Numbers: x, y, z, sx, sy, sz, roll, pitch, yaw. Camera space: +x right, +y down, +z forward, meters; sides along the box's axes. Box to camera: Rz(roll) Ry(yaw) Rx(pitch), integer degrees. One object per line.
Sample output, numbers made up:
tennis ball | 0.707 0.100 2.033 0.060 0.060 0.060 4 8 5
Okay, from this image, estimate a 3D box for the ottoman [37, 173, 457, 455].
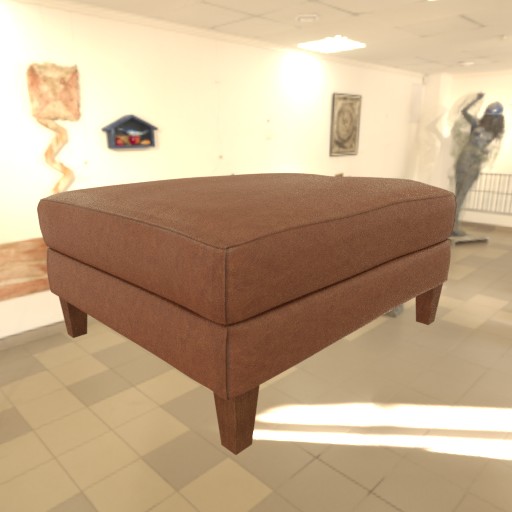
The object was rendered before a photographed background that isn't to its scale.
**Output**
ottoman | 0.000 0.000 1.360 0.836 0.472 0.987 15 21 43
